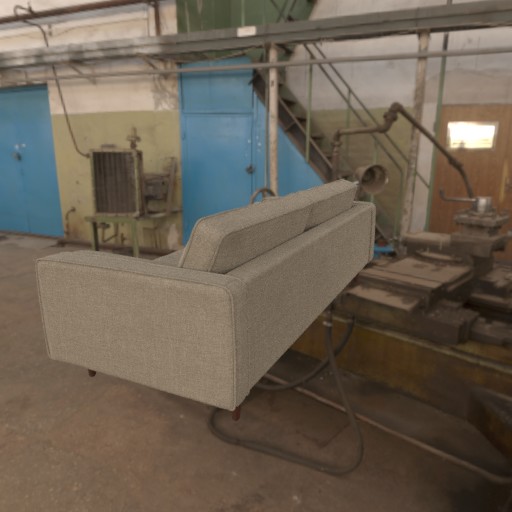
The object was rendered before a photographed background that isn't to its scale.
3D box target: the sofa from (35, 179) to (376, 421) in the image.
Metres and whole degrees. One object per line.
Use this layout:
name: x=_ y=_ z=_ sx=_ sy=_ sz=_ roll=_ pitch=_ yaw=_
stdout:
sofa: x=0.000 y=0.000 z=2.547 sx=0.914 sy=0.762 sz=2.211 roll=7 pitch=16 yaw=25
